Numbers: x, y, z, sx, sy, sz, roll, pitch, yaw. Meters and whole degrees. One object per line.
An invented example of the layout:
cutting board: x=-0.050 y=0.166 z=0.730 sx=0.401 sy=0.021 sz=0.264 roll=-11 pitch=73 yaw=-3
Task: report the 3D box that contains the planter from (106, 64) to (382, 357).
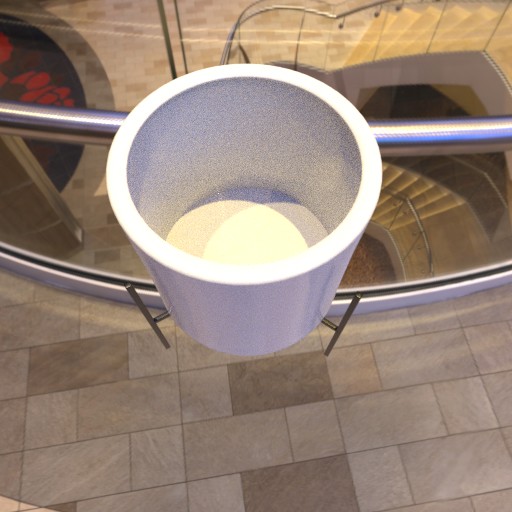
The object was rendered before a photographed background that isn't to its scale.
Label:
planter: x=0.000 y=0.000 z=0.735 sx=0.361 sy=0.480 sz=0.360 roll=32 pitch=67 yaw=15
